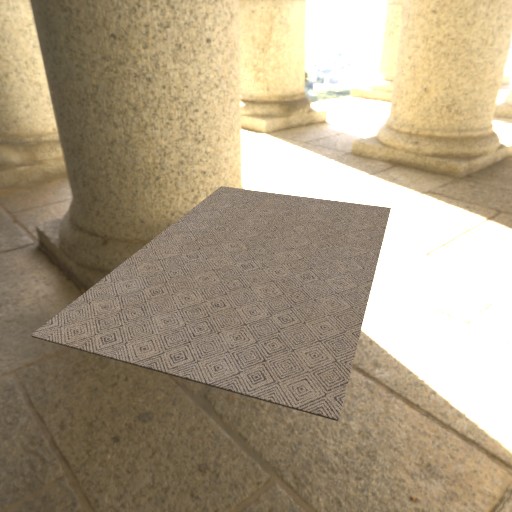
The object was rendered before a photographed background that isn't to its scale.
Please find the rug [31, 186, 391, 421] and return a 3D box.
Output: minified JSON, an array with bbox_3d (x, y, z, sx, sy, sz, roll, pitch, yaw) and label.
[{"bbox_3d":[0.000,0.000,2.244,1.175,0.008,1.783,10,30,17],"label":"rug"}]
